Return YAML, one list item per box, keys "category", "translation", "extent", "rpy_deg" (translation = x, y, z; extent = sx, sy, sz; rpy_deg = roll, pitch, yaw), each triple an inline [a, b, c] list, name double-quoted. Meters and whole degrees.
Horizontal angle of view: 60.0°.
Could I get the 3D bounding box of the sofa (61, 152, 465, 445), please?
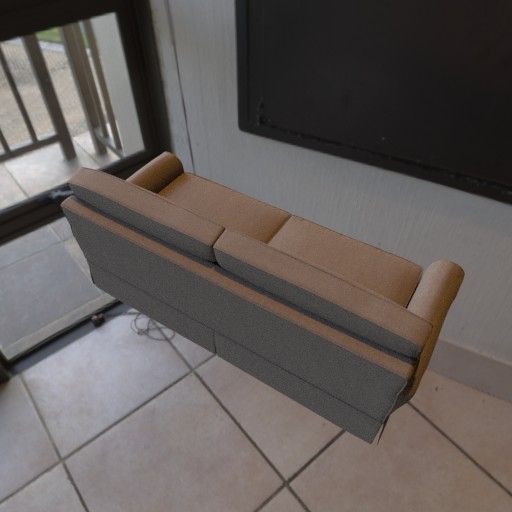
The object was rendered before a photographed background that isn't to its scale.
- category: "sofa"
  translation: [0.000, 0.000, 2.718]
  extent: [2.248, 0.943, 0.991]
  rpy_deg: [25, 52, 21]
